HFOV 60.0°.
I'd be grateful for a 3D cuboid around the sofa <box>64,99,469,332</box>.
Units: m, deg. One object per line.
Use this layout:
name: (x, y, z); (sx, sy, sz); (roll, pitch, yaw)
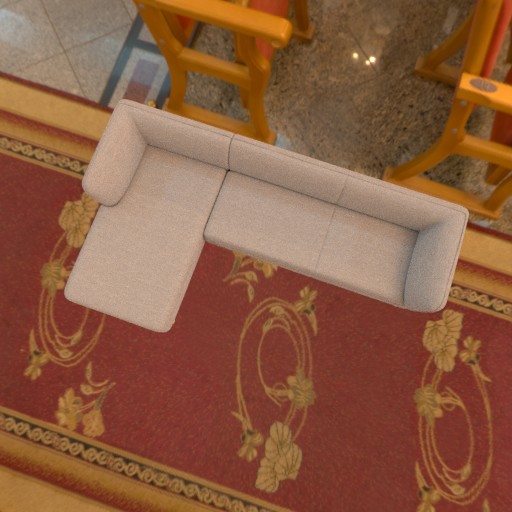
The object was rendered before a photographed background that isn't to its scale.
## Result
sofa: (0.000, 0.000, 3.317); (2.653, 0.693, 1.532); (19, 78, 4)
